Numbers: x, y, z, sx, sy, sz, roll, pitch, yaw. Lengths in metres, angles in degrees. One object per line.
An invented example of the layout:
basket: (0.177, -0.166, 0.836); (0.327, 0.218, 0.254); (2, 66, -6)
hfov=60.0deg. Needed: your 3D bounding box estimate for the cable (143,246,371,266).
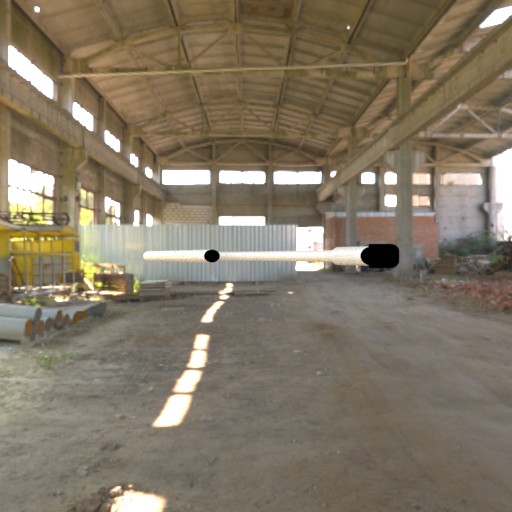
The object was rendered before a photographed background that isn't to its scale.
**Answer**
cable: (0.000, 0.000, 0.111); (0.040, 0.006, 0.098); (0, 0, -35)
